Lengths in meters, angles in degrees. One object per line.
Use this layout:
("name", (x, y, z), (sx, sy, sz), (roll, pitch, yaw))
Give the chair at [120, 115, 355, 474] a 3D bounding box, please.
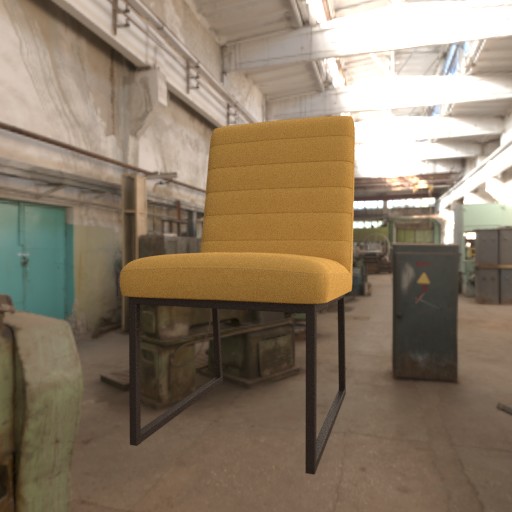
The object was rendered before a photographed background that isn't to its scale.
("chair", (0.000, 0.000, 1.301), (0.520, 0.930, 0.634), (0, 1, 18))
